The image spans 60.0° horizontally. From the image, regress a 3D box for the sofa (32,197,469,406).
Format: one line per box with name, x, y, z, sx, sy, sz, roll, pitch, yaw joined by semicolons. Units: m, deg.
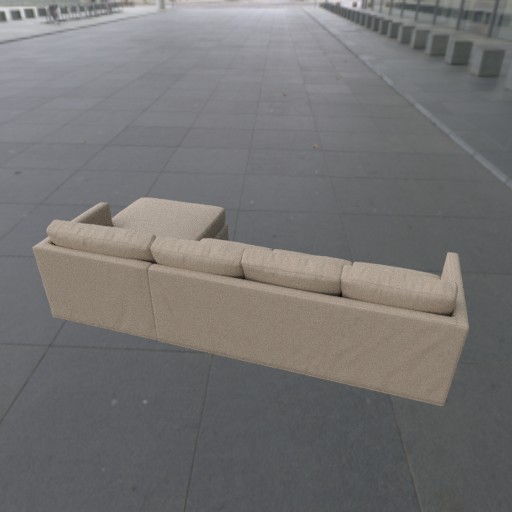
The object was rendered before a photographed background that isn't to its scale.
sofa;0.000;0.000;3.820;3.177;0.867;1.622;9;32;15
